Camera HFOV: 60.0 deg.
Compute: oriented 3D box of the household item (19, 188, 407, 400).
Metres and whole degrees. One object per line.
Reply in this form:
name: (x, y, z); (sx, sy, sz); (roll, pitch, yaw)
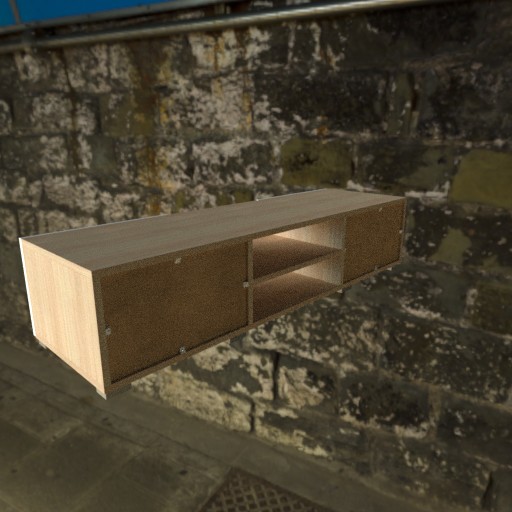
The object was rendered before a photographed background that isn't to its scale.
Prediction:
household item: (0.000, 0.000, 1.575); (0.420, 0.310, 1.400); (15, 22, 42)
